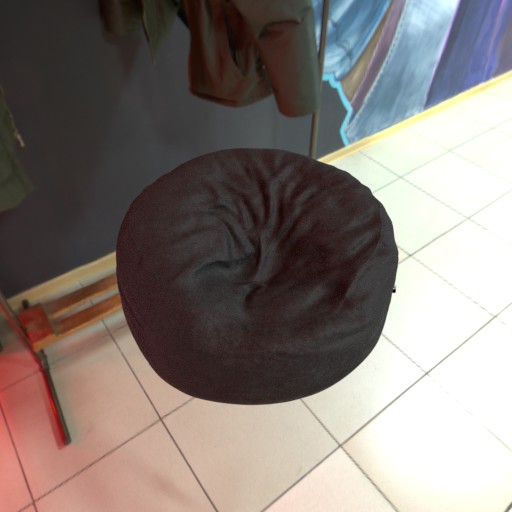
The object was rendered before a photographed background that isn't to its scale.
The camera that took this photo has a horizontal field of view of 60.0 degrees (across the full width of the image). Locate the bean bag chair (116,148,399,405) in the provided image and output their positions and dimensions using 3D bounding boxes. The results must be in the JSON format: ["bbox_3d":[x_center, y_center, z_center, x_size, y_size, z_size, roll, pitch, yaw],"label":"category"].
[{"bbox_3d":[0.000,0.000,2.464,1.525,0.751,1.525,0,46,0],"label":"bean bag chair"}]
